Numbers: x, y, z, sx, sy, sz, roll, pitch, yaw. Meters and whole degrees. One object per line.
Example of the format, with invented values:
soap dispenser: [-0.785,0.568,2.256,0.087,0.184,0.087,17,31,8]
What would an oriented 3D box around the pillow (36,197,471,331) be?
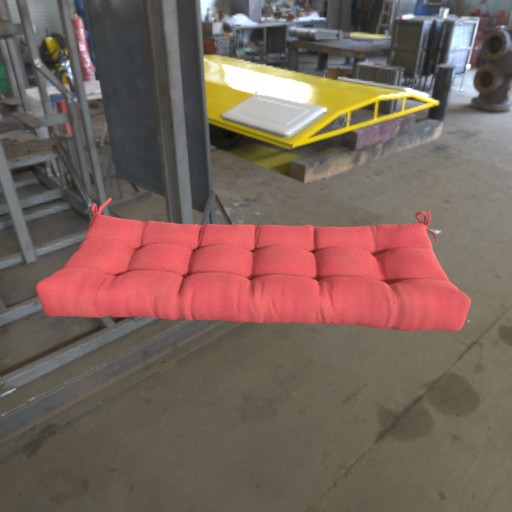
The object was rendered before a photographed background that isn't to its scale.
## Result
pillow: [0.000,0.000,1.349,1.194,0.174,0.511,2,32,3]
